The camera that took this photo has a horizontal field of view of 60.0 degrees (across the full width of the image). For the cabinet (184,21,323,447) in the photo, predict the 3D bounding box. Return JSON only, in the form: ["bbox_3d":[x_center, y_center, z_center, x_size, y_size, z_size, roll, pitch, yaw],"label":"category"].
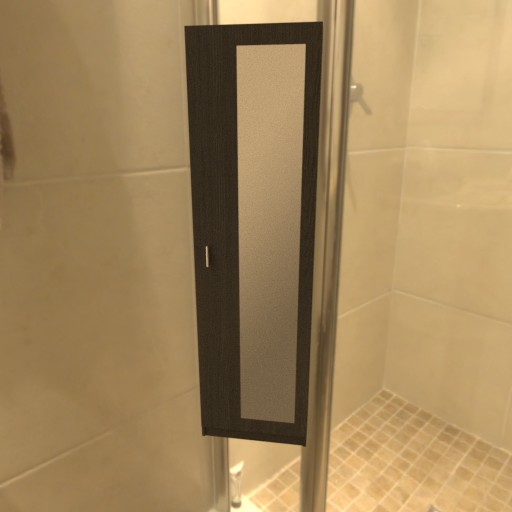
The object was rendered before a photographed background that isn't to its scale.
[{"bbox_3d":[0.000,0.000,1.931,0.500,1.790,0.230,3,17,8],"label":"cabinet"}]
